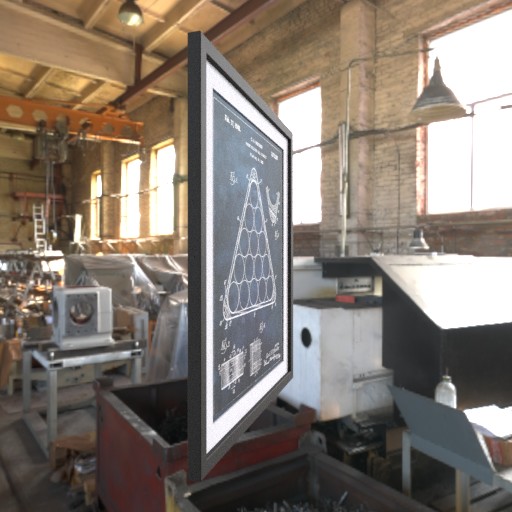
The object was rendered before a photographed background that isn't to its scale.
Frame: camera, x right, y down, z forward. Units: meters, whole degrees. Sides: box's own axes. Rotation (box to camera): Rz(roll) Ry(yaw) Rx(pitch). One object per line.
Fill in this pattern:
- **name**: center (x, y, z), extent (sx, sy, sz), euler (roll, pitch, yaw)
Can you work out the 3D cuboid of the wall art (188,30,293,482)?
- **wall art**: center (0.000, 0.000, 1.209), extent (0.028, 0.863, 0.755), euler (0, 0, 18)
